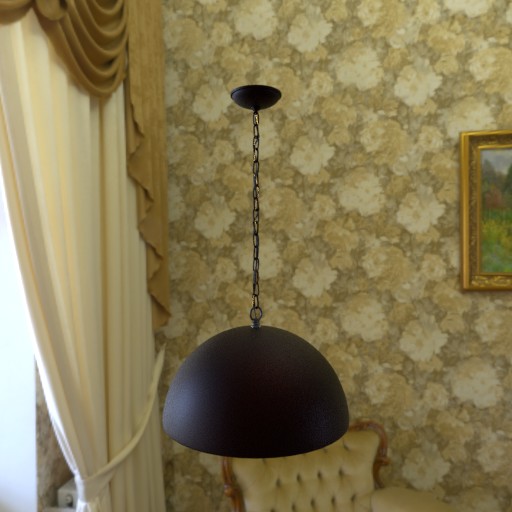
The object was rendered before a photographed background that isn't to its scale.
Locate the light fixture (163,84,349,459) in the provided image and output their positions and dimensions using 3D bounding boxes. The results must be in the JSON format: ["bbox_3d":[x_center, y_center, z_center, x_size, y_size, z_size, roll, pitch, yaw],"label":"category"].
[{"bbox_3d":[0.000,0.000,1.193,0.492,0.869,0.492,0,0,-36],"label":"light fixture"}]
